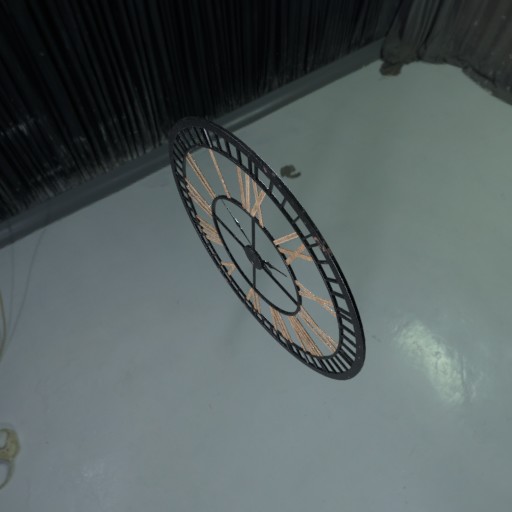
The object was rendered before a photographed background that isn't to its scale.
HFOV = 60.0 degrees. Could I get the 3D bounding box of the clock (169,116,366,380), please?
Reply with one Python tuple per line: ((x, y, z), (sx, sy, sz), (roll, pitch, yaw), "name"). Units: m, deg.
((0.000, 0.000, 1.271), (0.025, 0.843, 0.843), (-34, 65, -19), "clock")
